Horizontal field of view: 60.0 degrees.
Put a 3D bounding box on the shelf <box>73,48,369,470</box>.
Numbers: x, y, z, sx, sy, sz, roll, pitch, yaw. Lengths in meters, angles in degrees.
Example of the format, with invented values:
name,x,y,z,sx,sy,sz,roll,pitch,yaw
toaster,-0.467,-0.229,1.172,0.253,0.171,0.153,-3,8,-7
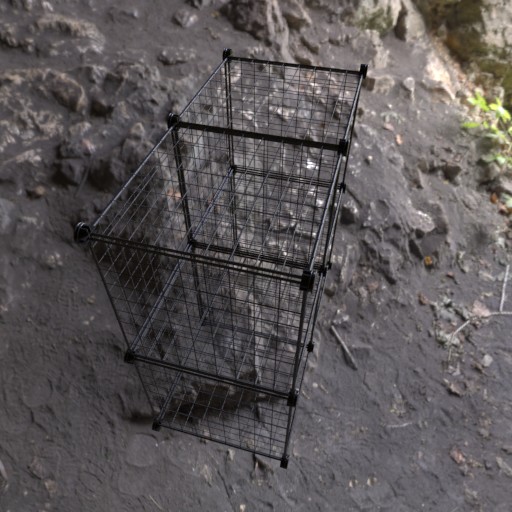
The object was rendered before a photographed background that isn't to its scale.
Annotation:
name,x,y,z,sx,sy,sz,roll,pitch,yaw
shelf,0.000,0.000,1.100,0.356,0.711,0.711,11,47,11
